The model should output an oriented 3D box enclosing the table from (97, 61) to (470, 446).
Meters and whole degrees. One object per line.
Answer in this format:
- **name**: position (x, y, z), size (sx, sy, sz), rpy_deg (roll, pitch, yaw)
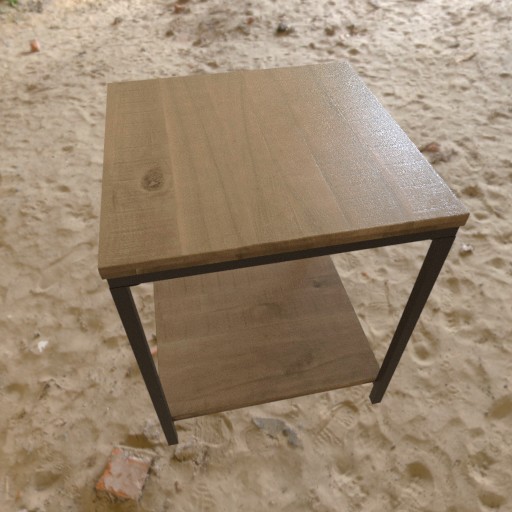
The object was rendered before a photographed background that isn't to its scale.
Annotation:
- **table**: position (0.000, 0.000, 0.964), size (0.503, 0.589, 0.507), rpy_deg (-8, 47, -8)
